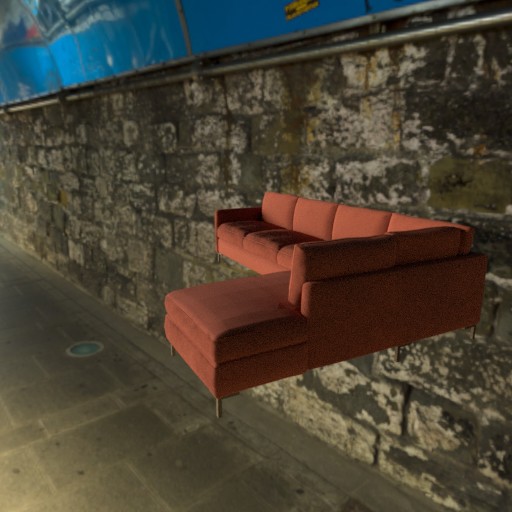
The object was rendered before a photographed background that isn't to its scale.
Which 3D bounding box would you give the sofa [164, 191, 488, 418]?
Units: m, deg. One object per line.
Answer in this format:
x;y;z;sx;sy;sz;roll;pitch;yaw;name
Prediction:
0.000;0.000;3.523;1.879;0.757;2.736;-7;16;-27;sofa
